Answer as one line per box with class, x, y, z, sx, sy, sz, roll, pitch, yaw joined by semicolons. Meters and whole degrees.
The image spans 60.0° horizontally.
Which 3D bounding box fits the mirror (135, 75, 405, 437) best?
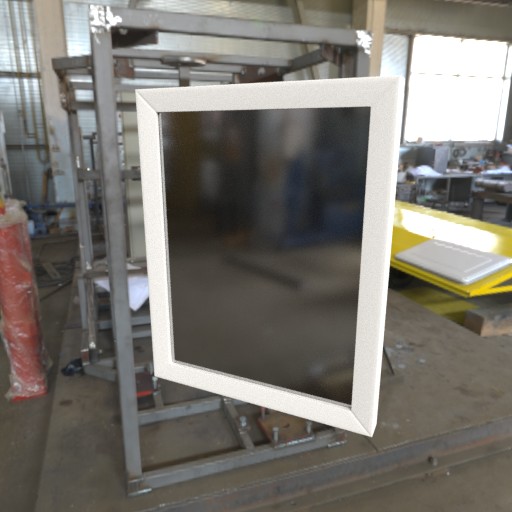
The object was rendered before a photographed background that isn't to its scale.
mirror;0.000;0.000;0.701;0.405;0.508;0.041;7;17;25
